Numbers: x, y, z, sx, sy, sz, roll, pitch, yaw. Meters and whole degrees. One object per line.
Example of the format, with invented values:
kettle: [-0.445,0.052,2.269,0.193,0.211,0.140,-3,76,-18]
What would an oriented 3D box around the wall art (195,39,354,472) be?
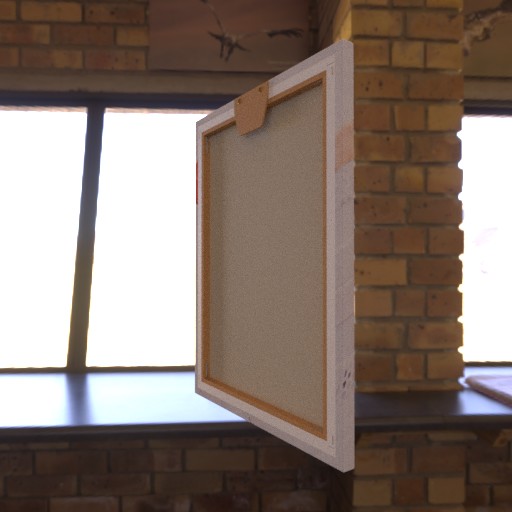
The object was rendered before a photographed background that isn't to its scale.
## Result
wall art: [0.000,0.000,1.354,0.045,1.014,0.759,0,-1,-35]
